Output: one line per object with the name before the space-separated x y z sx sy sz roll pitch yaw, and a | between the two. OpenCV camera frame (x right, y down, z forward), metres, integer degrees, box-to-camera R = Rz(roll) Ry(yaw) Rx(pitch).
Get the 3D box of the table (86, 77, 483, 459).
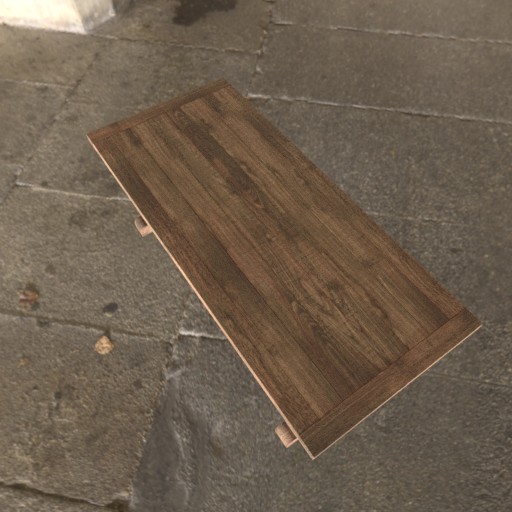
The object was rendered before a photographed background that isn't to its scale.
table | 0.000 0.000 2.475 0.907 0.733 2.031 -30 62 -18
